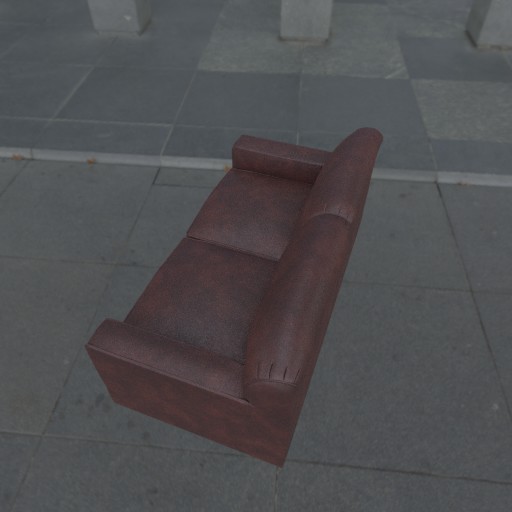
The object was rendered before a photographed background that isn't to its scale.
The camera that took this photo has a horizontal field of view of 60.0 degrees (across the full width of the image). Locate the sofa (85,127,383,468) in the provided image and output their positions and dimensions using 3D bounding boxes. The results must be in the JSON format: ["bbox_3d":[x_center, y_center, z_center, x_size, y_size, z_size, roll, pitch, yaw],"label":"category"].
[{"bbox_3d":[0.000,0.000,2.517,1.000,0.966,1.856,15,48,14],"label":"sofa"}]
